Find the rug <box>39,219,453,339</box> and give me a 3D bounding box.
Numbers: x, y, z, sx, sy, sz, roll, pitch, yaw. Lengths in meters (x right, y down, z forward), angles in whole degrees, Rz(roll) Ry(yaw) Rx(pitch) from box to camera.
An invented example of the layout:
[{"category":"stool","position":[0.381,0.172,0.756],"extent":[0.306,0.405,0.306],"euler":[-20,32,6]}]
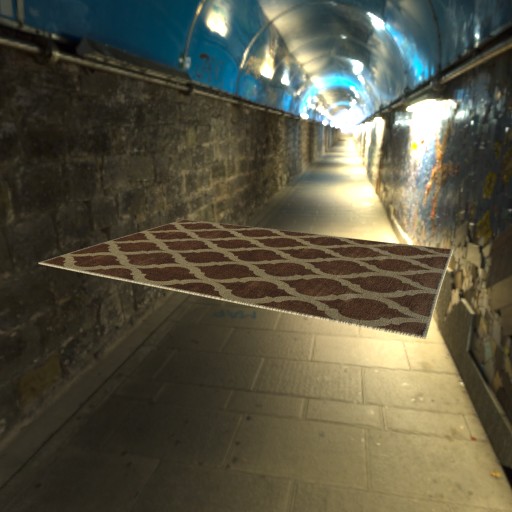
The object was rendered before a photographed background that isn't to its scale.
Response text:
[{"category":"rug","position":[0.000,0.000,2.905],"extent":[2.284,0.008,1.522],"euler":[8,18,26]}]
